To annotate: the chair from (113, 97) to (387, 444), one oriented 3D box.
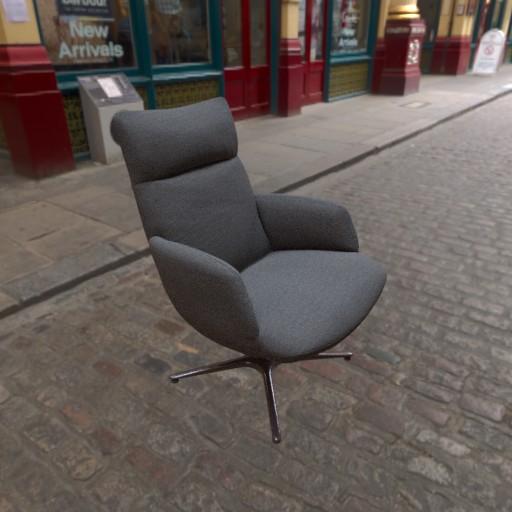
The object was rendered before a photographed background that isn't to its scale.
[{"bbox_3d":[0.000,0.000,1.579,0.831,0.984,0.702,18,31,32],"label":"chair"}]
